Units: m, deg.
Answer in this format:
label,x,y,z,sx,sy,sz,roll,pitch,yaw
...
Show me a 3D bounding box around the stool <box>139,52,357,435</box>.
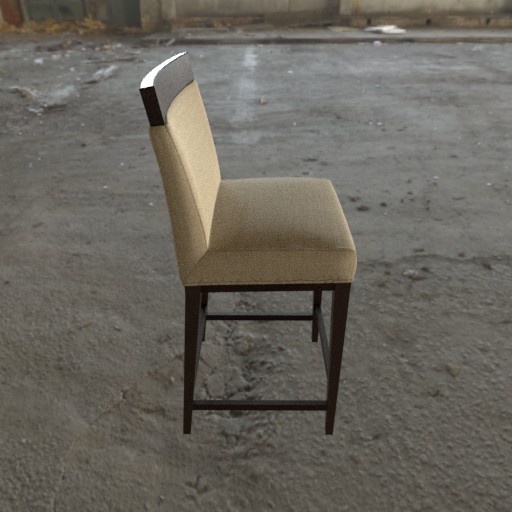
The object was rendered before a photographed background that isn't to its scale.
label,x,y,z,sx,sy,sz,roll,pitch,yaw
stool,0.000,0.000,1.399,0.531,1.117,0.511,0,32,0
